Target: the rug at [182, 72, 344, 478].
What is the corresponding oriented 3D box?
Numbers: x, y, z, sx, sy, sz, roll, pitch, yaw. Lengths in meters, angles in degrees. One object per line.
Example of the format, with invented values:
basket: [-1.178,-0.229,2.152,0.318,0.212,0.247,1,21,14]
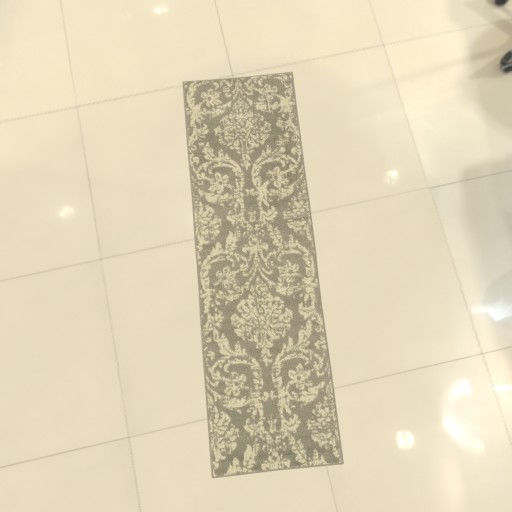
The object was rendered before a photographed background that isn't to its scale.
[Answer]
rug: [0.000,0.000,2.423,0.662,0.011,2.196,-6,78,-1]
